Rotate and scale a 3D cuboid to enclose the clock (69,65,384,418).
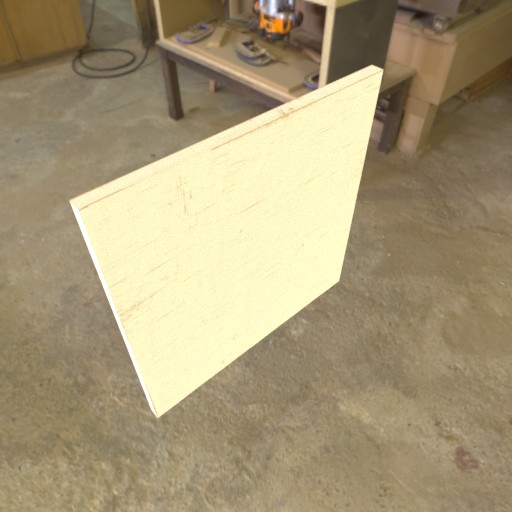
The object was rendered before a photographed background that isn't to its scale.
[{"bbox_3d":[0.000,0.000,1.060,0.705,0.705,0.032,-33,55,-27],"label":"clock"}]
